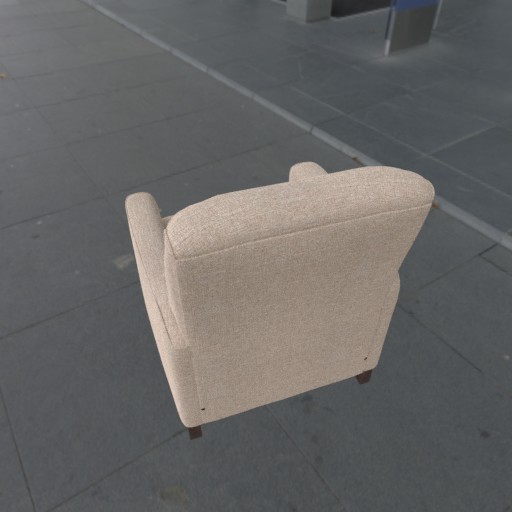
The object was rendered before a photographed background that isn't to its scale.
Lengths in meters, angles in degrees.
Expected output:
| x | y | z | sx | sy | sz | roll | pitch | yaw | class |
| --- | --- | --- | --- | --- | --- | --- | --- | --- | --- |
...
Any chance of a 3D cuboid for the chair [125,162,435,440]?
| x | y | z | sx | sy | sz | roll | pitch | yaw | class |
| --- | --- | --- | --- | --- | --- | --- | --- | --- | --- |
| 0.000 | 0.000 | 1.625 | 0.841 | 1.028 | 0.858 | -13 | 43 | -14 | chair |
